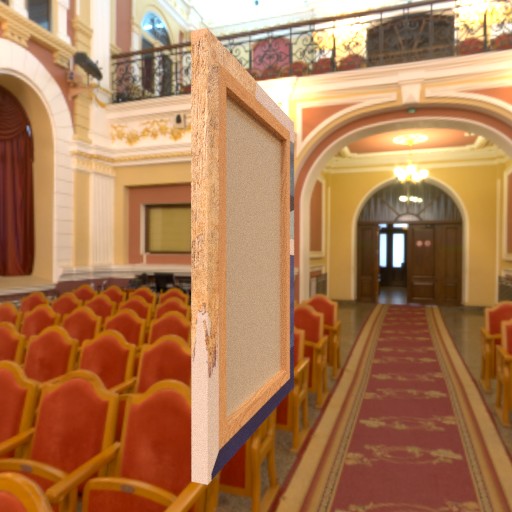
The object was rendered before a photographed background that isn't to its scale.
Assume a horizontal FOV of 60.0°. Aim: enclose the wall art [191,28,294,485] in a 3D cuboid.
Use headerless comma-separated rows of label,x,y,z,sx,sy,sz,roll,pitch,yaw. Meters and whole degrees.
wall art,0.000,0.000,0.815,0.026,0.613,0.458,0,0,19
